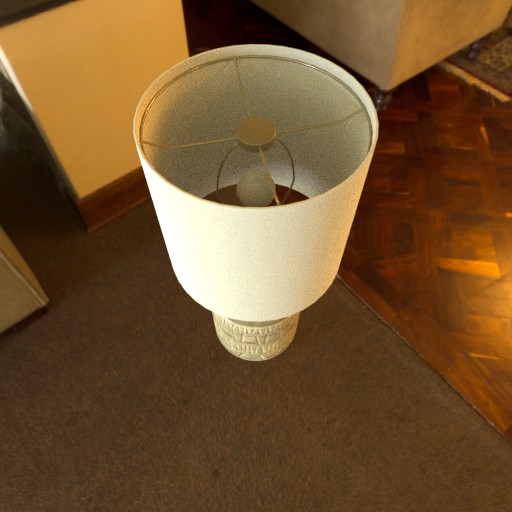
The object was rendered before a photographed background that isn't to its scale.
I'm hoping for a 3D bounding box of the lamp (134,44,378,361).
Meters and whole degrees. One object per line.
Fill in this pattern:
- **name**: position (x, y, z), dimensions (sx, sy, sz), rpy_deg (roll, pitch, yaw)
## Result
- **lamp**: position (0.000, 0.000, 0.576), dimensions (0.211, 0.455, 0.211), rpy_deg (1, 57, 1)
